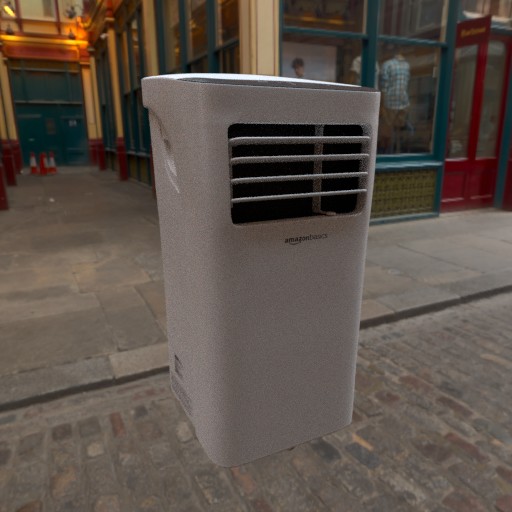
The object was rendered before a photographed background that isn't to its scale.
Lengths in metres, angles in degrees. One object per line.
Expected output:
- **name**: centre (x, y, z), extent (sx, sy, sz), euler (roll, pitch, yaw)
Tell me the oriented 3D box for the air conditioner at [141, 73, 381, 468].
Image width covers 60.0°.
- **air conditioner**: centre (0.000, 0.000, 0.907), extent (0.352, 0.716, 0.369), euler (-8, 17, -26)
